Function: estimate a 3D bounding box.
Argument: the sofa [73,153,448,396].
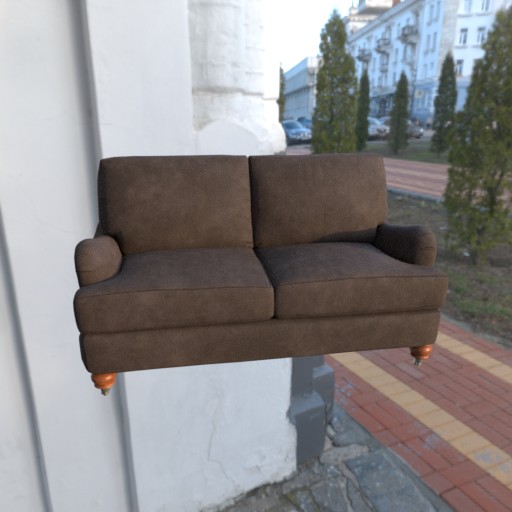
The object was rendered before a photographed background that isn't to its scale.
[{"bbox_3d":[0.000,0.000,2.549,1.853,1.101,1.084,-3,17,-9],"label":"sofa"}]
